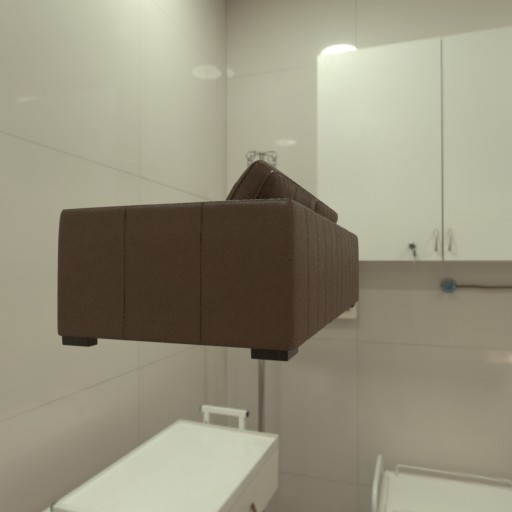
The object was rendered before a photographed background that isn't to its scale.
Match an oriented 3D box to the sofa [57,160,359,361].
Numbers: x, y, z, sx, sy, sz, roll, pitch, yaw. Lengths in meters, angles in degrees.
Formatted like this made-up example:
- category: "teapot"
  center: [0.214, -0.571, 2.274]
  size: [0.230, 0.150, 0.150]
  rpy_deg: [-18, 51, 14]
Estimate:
- category: "sofa"
  center: [0.000, 0.000, 2.787]
  size: [1.070, 0.801, 2.262]
  rpy_deg: [0, -1, 19]
